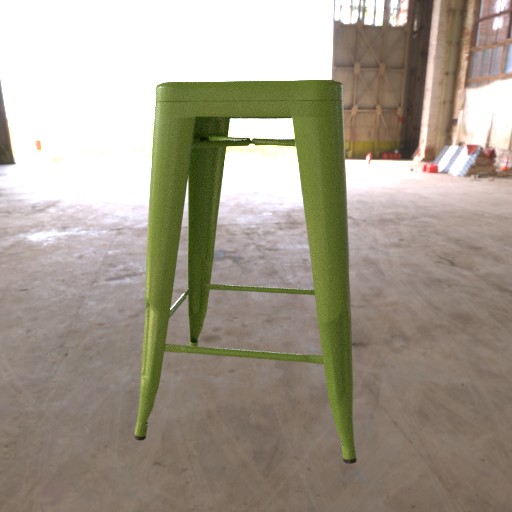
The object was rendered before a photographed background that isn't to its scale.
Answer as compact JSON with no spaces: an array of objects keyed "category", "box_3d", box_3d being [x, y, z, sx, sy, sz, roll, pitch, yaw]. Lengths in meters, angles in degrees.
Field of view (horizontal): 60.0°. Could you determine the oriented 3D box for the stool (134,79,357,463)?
[{"category":"stool","box_3d":[0.000,0.000,0.852,0.398,0.609,0.358,3,17,9]}]
